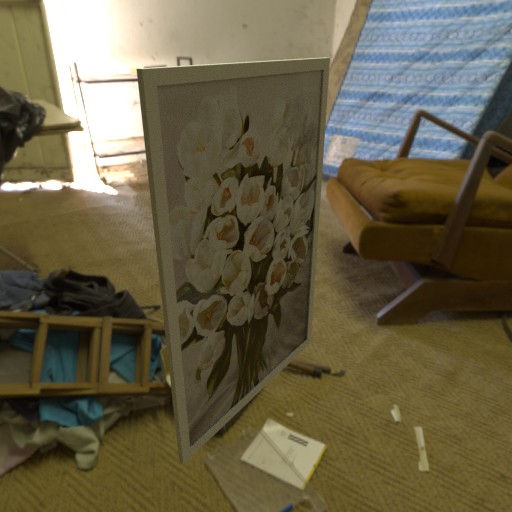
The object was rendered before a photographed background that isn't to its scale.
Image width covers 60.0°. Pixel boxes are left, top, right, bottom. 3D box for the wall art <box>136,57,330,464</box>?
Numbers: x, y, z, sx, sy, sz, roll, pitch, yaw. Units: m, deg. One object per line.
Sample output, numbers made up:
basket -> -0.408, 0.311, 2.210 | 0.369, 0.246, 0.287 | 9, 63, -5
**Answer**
wall art -> 0.000, 0.000, 1.202 | 0.015, 0.965, 0.660 | 18, 31, 33
